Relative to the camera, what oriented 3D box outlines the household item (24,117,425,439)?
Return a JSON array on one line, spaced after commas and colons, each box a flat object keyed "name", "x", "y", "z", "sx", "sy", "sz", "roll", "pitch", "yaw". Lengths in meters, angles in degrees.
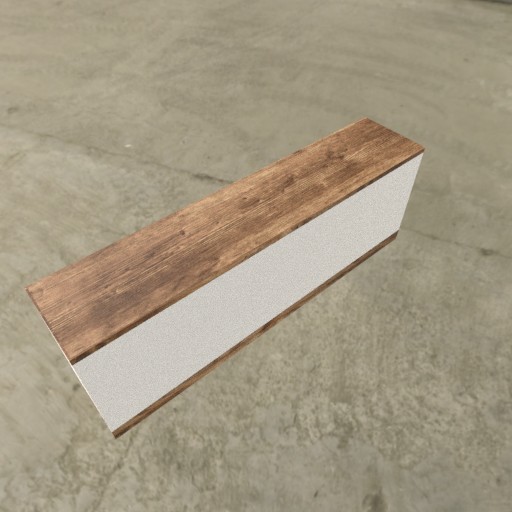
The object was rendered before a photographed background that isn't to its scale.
[{"name": "household item", "x": 0.000, "y": 0.000, "z": 2.063, "sx": 1.800, "sy": 0.615, "sz": 0.390, "roll": -31, "pitch": 54, "yaw": -26}]
